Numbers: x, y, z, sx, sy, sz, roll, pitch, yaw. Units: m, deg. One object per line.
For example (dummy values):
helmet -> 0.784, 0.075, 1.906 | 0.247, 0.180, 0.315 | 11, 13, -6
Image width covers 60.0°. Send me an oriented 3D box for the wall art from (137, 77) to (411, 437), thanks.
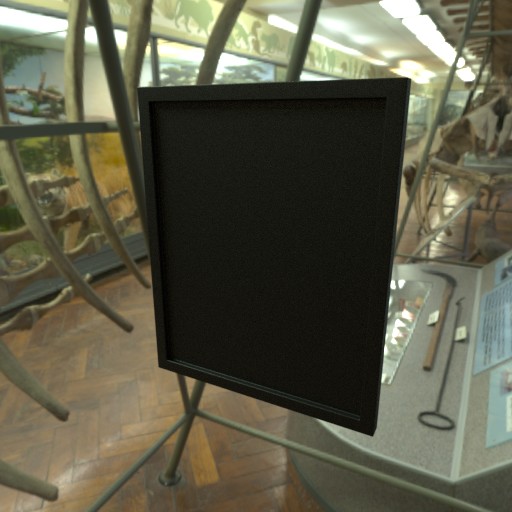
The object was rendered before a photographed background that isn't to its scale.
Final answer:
wall art -> 0.000, 0.000, 0.768 | 0.457, 0.559, 0.028 | 9, 20, 27
